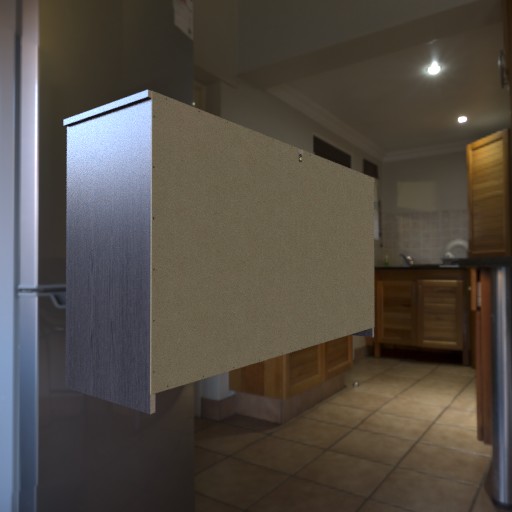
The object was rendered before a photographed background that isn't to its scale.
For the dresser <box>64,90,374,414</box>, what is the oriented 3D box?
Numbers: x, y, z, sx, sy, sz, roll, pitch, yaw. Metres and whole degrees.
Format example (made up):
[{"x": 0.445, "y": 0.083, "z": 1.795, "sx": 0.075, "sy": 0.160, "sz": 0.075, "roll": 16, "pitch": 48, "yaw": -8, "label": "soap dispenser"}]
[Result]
[{"x": 0.000, "y": 0.000, "z": 1.687, "sx": 0.401, "sy": 0.755, "sz": 1.360, "roll": -1, "pitch": -1, "yaw": 37, "label": "dresser"}]
